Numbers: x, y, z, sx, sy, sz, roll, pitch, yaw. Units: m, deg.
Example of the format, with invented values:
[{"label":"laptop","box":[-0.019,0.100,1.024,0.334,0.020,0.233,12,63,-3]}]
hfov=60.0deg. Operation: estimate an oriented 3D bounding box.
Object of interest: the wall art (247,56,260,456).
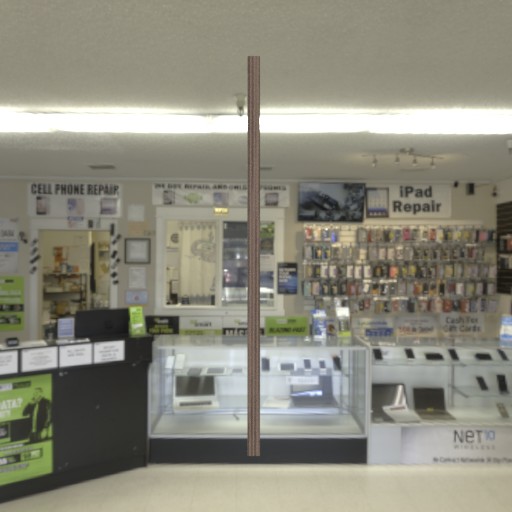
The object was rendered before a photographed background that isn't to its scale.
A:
[{"label":"wall art","box":[0.000,0.000,0.704,0.013,0.406,0.508,0,0,1]}]
